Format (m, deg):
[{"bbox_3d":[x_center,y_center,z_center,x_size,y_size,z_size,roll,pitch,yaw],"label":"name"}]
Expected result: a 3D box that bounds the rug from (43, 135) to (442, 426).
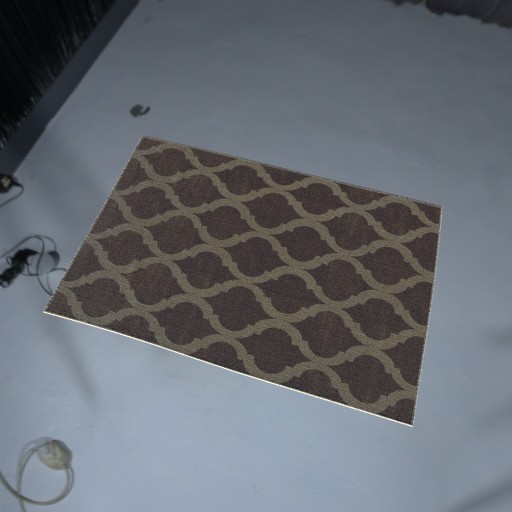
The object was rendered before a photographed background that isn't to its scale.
[{"bbox_3d":[0.000,0.000,2.915,2.284,0.008,1.522,15,63,8],"label":"rug"}]
